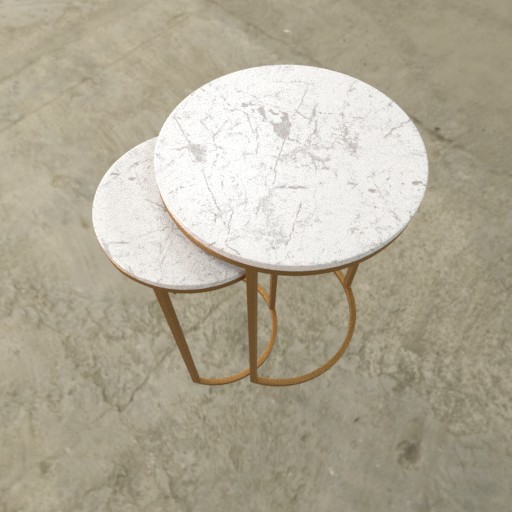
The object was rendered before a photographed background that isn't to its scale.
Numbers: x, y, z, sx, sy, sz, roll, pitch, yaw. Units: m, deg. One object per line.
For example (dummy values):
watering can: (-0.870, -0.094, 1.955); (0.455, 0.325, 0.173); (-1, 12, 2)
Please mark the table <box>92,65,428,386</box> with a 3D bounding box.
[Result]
table: (0.000, 0.000, 0.881); (0.507, 0.550, 0.400); (-15, 60, -9)
